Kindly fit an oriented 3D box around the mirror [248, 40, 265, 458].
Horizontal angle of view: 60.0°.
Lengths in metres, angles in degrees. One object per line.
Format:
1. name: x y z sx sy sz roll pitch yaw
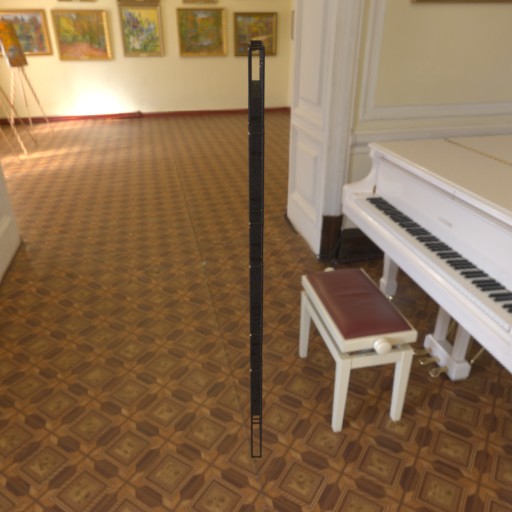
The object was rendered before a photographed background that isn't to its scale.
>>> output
1. mirror: 0.000 0.000 1.373 0.037 1.192 0.565 0 27 0
